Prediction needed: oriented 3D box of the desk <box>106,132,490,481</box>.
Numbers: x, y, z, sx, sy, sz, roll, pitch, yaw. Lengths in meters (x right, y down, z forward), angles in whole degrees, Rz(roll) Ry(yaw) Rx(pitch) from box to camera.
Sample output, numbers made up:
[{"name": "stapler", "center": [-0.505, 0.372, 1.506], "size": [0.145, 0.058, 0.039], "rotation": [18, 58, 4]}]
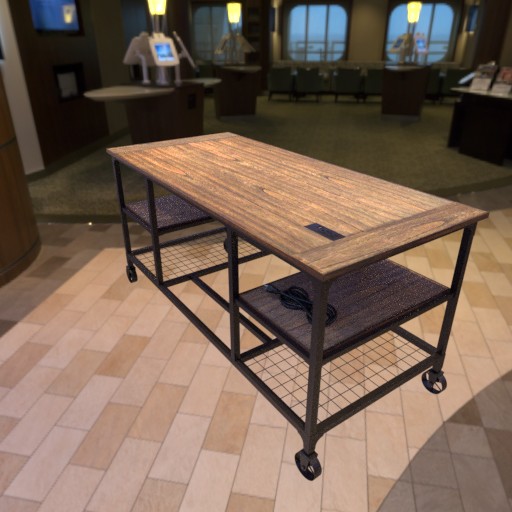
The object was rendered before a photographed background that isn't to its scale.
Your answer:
[{"name": "desk", "center": [0.000, 0.000, 1.959], "size": [0.711, 0.751, 1.590], "rotation": [-17, 32, -31]}]
